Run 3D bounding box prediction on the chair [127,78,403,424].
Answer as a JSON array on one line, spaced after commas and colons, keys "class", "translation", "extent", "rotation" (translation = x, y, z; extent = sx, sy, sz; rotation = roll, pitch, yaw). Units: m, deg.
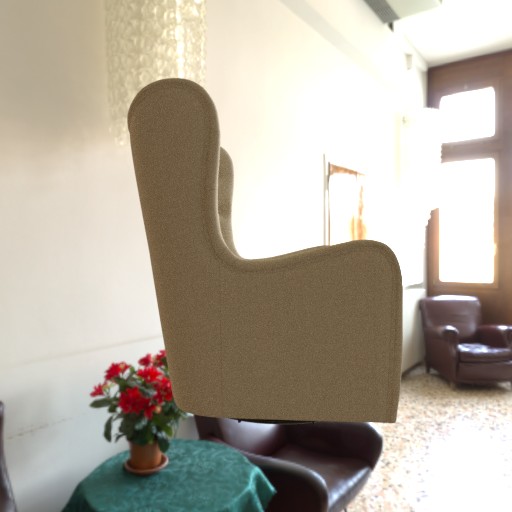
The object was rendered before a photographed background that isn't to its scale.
[{"class": "chair", "translation": [0.000, 0.000, 1.725], "extent": [0.929, 1.079, 0.831], "rotation": [0, 0, 1]}]
